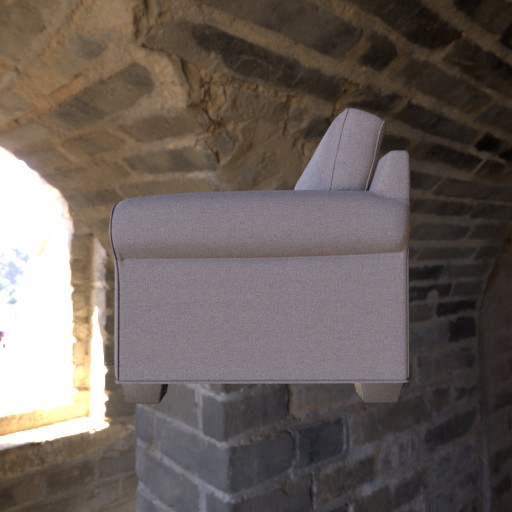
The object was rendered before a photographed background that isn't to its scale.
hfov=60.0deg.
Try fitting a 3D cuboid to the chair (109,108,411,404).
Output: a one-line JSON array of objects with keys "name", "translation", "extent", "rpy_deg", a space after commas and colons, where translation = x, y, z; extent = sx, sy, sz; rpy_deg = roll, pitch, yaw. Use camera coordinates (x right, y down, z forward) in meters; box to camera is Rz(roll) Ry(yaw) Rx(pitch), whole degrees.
[{"name": "chair", "translation": [0.000, 0.000, 1.973], "extent": [0.930, 0.930, 1.390], "rpy_deg": [0, -1, -1]}]
